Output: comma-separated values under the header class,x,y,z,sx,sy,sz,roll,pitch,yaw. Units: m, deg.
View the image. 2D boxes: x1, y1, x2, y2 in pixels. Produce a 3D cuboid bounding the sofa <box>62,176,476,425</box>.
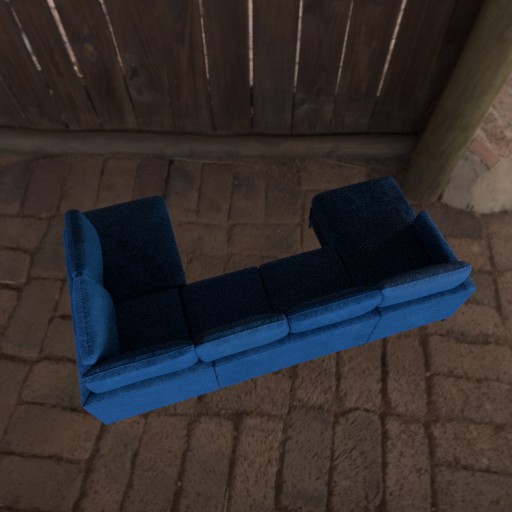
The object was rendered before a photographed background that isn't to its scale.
class,x,y,z,sx,sy,sz,roll,pitch,yaw
sofa,0.000,0.000,4.295,3.434,0.992,2.055,-15,59,-9
